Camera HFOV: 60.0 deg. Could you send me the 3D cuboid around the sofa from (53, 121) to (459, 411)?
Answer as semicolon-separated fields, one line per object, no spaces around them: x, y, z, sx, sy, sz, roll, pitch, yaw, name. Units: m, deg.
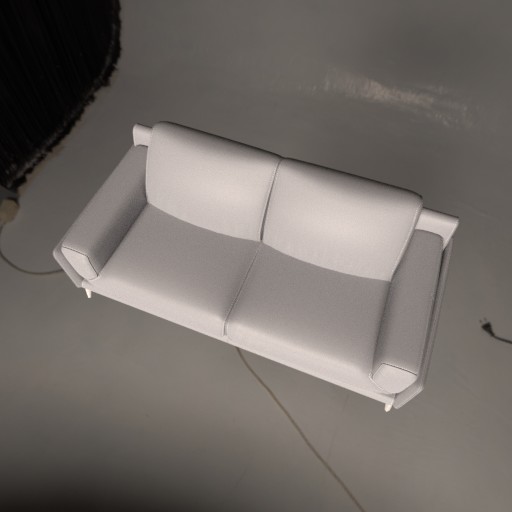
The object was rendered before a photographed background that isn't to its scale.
0.000;0.000;2.600;2.100;0.900;0.969;19;61;11;sofa
